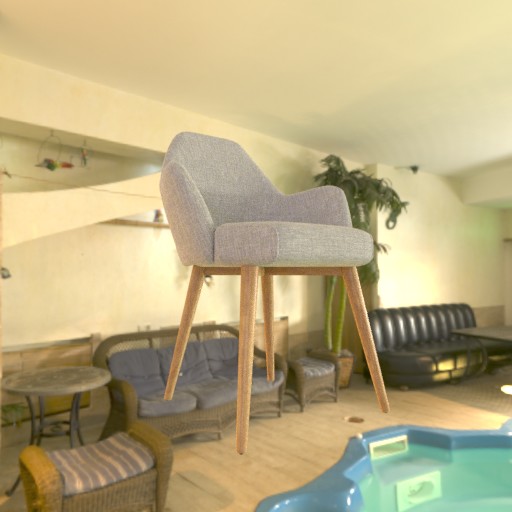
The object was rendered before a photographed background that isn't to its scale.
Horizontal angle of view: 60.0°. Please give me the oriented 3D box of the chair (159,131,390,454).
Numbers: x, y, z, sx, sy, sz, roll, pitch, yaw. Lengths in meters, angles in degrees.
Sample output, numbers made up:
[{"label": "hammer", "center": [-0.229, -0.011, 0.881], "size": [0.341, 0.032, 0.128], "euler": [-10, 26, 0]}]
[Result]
[{"label": "chair", "center": [0.000, 0.000, 1.279], "size": [0.590, 0.840, 0.610], "euler": [1, -2, -35]}]
